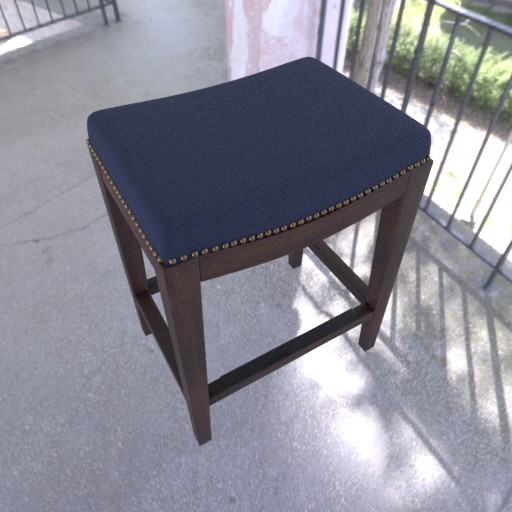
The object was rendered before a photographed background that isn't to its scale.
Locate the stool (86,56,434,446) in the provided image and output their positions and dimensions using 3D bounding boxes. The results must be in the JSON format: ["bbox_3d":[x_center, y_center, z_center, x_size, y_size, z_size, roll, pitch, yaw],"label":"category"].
[{"bbox_3d":[0.000,0.000,0.944,0.500,0.642,0.361,-23,51,-20],"label":"stool"}]
